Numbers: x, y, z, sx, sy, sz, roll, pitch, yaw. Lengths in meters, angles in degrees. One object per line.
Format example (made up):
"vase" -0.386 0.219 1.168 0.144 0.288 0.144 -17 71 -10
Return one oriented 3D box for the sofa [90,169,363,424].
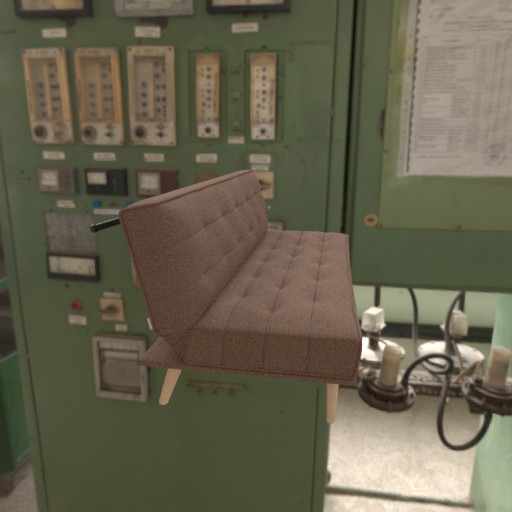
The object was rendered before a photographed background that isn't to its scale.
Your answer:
"sofa" 0.000 0.000 2.384 1.038 0.810 1.820 3 15 10
